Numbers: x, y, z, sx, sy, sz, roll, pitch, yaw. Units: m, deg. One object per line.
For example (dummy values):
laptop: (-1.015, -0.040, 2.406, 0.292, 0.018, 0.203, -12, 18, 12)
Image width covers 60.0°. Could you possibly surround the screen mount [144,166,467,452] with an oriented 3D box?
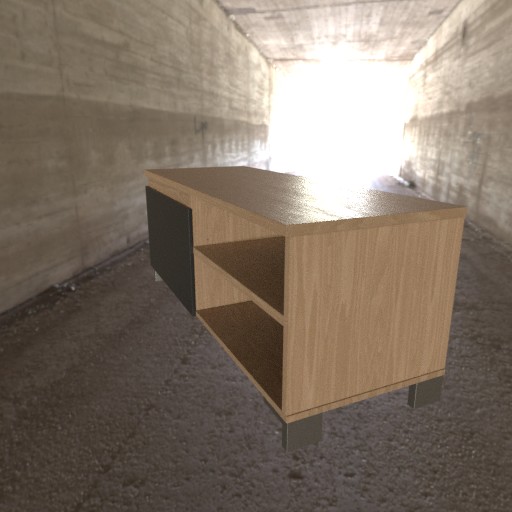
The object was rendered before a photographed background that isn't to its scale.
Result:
screen mount: (0.000, 0.000, 1.308, 0.406, 0.432, 1.084, -7, 18, -24)
